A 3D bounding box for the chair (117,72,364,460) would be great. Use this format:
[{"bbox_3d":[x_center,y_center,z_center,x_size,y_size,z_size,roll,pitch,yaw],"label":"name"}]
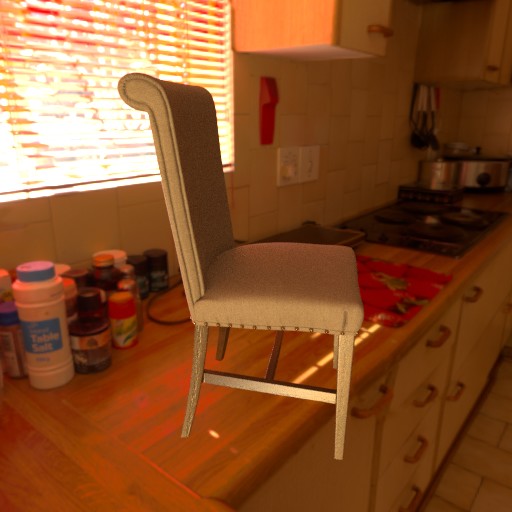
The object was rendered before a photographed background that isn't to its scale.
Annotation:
[{"bbox_3d":[0.000,0.000,1.328,0.608,0.988,0.513,3,18,9],"label":"chair"}]
